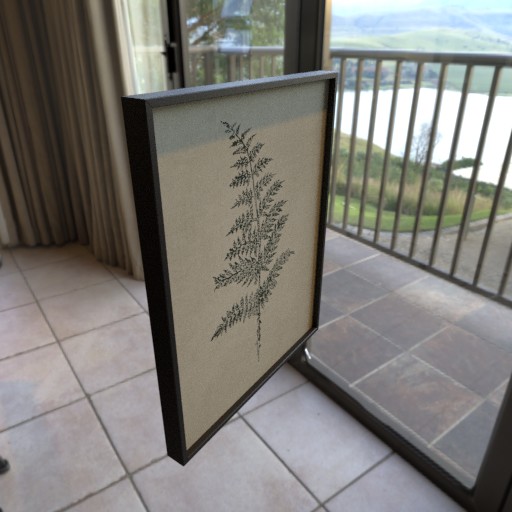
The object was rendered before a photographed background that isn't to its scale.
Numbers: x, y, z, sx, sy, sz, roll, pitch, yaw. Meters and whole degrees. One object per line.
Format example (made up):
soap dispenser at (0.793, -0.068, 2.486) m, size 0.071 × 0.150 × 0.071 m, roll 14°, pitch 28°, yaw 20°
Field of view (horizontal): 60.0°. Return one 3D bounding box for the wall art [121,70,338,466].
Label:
wall art at (0.000, 0.000, 0.753) m, size 0.039 × 0.555 × 0.449 m, roll 18°, pitch 32°, yaw 31°
